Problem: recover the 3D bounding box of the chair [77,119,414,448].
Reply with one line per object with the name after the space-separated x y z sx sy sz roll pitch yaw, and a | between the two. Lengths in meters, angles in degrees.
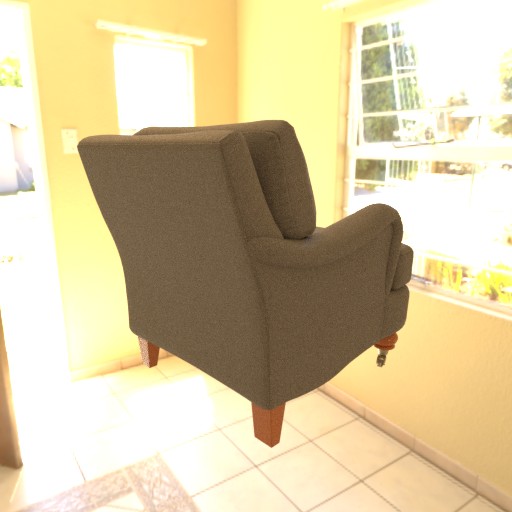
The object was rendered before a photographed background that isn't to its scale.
0.000 0.000 1.844 1.070 1.038 0.955 -13 19 -43 | chair
